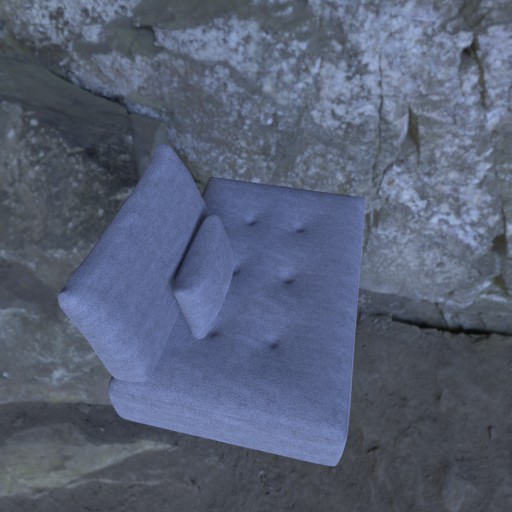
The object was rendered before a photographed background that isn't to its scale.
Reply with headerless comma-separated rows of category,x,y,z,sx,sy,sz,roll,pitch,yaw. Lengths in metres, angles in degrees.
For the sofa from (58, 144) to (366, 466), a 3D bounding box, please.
sofa,0.000,0.000,2.048,1.002,0.820,1.450,9,47,9
